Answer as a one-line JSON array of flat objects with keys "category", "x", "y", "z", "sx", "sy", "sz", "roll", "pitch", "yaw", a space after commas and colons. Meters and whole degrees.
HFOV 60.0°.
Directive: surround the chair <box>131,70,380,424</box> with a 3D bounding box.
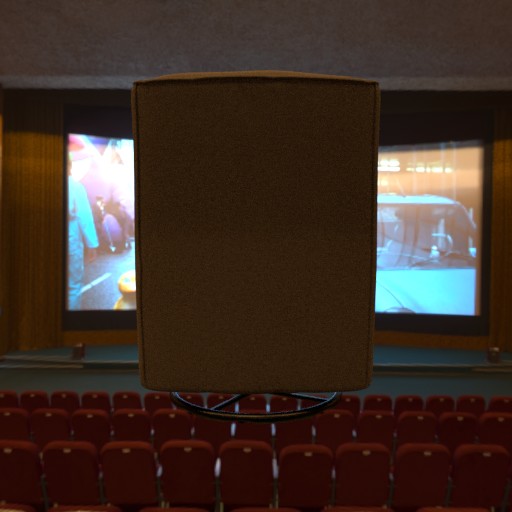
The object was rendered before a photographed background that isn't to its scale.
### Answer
[{"category": "chair", "x": 0.000, "y": 0.000, "z": 1.564, "sx": 0.732, "sy": 0.993, "sz": 0.879, "roll": 0, "pitch": 0, "yaw": 0}]
